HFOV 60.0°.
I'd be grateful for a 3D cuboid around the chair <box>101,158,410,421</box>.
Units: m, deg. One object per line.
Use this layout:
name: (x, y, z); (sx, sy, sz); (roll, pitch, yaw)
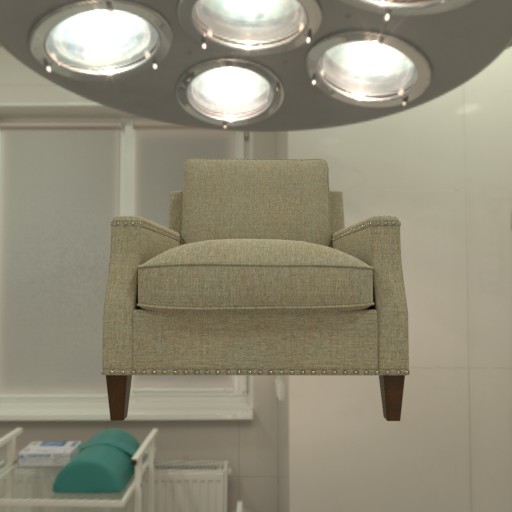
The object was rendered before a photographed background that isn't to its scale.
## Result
chair: (0.000, 0.000, 1.695); (0.853, 0.943, 1.014); (0, -2, 0)
